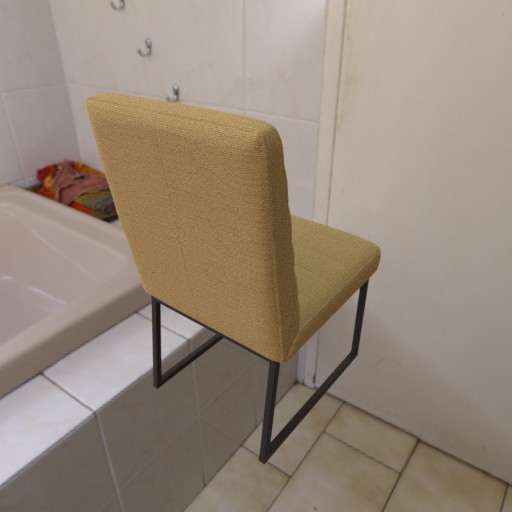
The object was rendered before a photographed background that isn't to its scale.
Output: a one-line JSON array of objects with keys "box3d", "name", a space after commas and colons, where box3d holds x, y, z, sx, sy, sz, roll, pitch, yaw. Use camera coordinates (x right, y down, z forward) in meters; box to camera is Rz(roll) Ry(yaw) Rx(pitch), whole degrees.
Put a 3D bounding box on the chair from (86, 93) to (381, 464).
[{"box3d": [0.000, 0.000, 1.288, 0.520, 0.930, 0.634, 21, 36, 33], "name": "chair"}]
